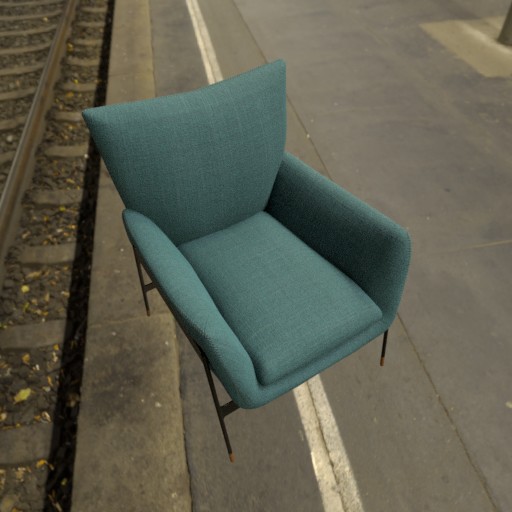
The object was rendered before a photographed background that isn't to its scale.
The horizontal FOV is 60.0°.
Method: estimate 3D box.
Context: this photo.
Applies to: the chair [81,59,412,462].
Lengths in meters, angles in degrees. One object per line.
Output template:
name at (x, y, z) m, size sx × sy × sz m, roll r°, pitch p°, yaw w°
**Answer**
chair at (0.000, 0.000, 1.407) m, size 0.678 × 0.859 × 0.769 m, roll -24°, pitch 50°, yaw -22°
